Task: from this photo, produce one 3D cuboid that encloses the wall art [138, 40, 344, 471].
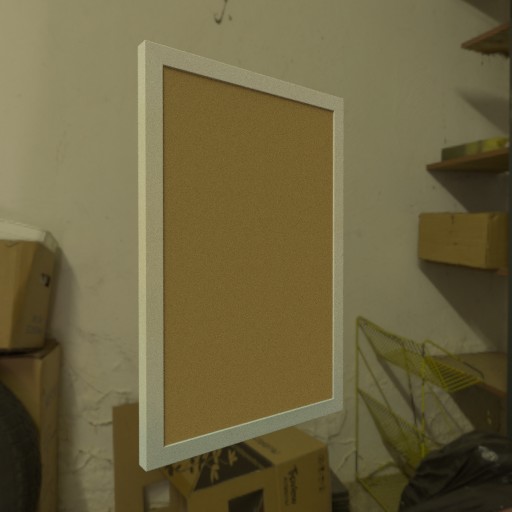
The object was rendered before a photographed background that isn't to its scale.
[{"bbox_3d":[0.000,0.000,1.137,0.612,0.915,0.039,-1,1,-37],"label":"wall art"}]
